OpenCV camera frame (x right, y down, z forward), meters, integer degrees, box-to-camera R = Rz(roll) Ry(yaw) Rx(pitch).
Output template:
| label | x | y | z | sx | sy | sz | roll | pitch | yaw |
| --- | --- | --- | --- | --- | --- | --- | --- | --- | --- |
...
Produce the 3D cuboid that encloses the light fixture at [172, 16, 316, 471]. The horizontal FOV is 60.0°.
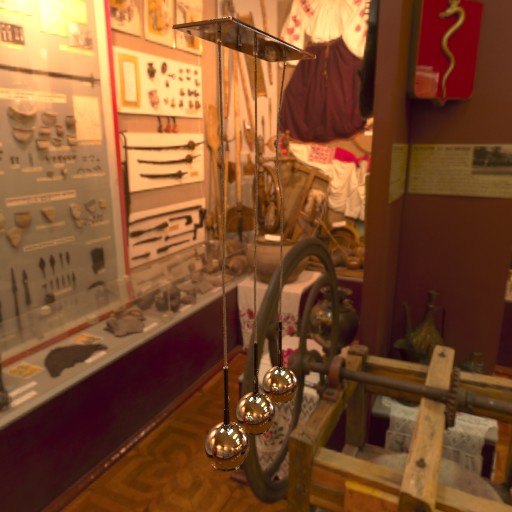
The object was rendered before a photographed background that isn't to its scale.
| label | x | y | z | sx | sy | sz | roll | pitch | yaw |
| --- | --- | --- | --- | --- | --- | --- | --- | --- | --- |
| light fixture | 0.000 | 0.000 | 1.598 | 0.188 | 1.408 | 0.623 | 8 | 16 | 27 |
